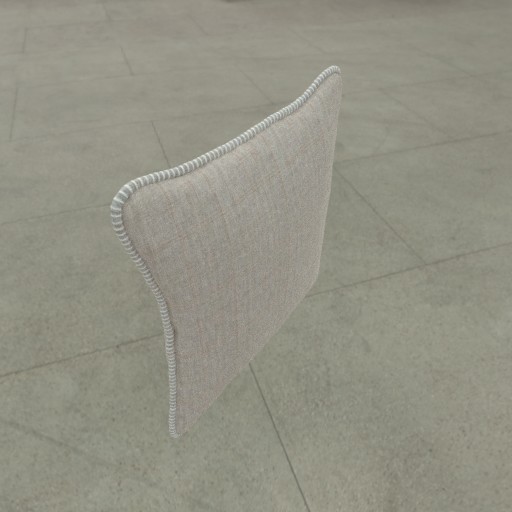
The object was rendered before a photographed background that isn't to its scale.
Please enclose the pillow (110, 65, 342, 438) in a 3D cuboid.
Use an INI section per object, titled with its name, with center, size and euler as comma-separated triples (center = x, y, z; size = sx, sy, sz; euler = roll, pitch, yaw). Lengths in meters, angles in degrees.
[pillow]
center = 0.000, 0.000, 0.726
size = 0.124, 0.494, 0.485
euler = 25, 47, 26
